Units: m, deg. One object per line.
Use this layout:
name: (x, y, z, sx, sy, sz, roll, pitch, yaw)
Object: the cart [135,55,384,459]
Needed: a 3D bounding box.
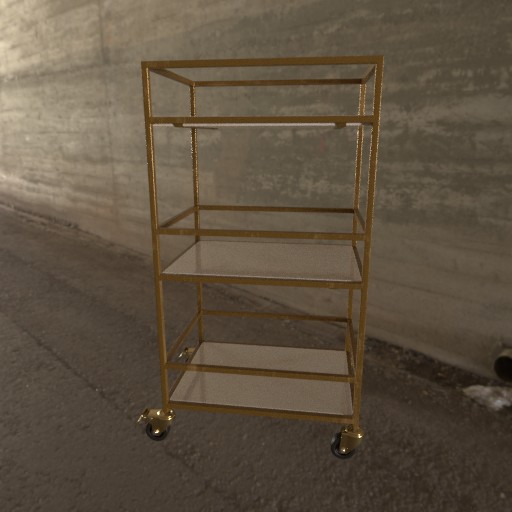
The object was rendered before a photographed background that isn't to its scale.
cart: (0.000, 0.000, 0.981, 0.483, 0.761, 0.332, 2, 15, 8)
